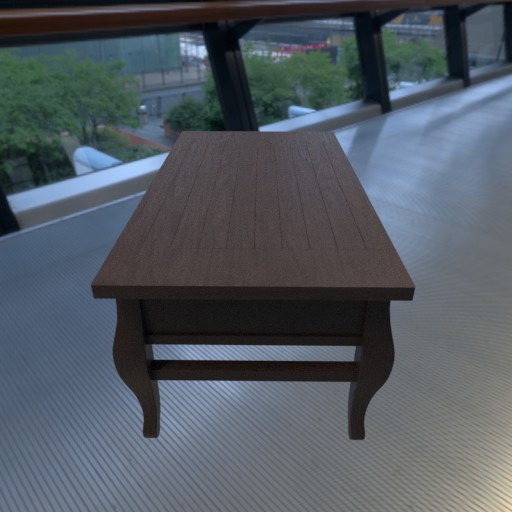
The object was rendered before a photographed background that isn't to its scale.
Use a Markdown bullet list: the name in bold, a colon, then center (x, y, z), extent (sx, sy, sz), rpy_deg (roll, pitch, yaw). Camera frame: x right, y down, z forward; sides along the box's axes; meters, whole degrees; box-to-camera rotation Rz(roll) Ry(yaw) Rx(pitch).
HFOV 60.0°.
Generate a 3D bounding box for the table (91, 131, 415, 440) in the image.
- **table**: center (0.000, 0.000, 1.377), extent (0.600, 0.494, 1.062), rpy_deg (0, 30, 1)
